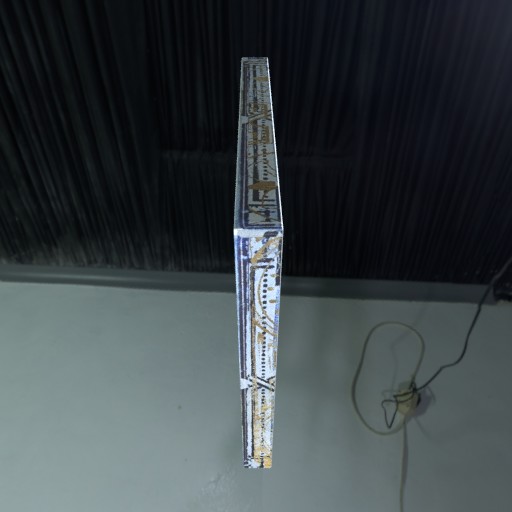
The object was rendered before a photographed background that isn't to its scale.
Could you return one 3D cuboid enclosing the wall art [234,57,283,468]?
[{"bbox_3d":[0.000,0.000,0.625,0.038,0.410,0.411,0,41,0],"label":"wall art"}]
